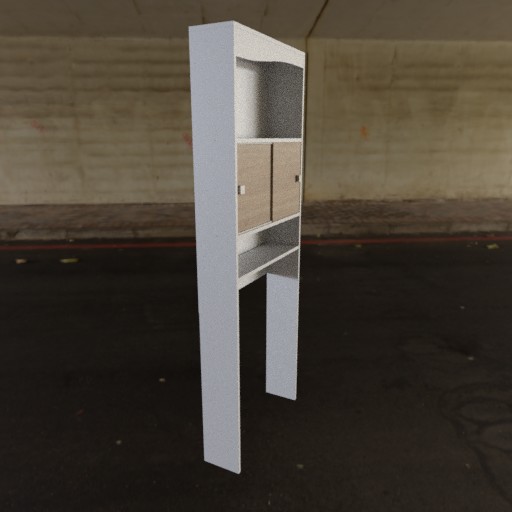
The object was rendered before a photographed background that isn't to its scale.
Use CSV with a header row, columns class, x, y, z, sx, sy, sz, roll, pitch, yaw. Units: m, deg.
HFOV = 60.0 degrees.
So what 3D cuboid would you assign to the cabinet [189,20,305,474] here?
class,x,y,z,sx,sy,sz,roll,pitch,yaw
cabinet,0.000,0.000,1.994,0.192,1.770,0.643,8,17,26
